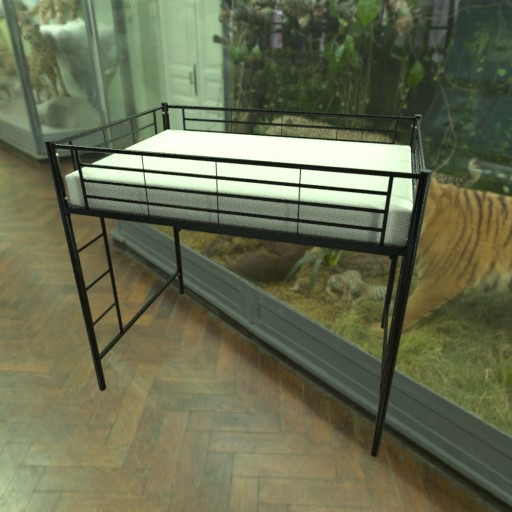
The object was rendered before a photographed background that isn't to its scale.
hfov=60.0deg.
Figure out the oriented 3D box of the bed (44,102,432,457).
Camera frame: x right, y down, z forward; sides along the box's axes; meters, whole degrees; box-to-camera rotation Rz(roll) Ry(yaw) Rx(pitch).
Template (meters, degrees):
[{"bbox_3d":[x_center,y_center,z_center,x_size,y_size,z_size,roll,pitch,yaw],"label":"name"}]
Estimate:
[{"bbox_3d":[0.000,0.000,3.147,1.994,1.803,1.397,8,29,15],"label":"bed"}]
